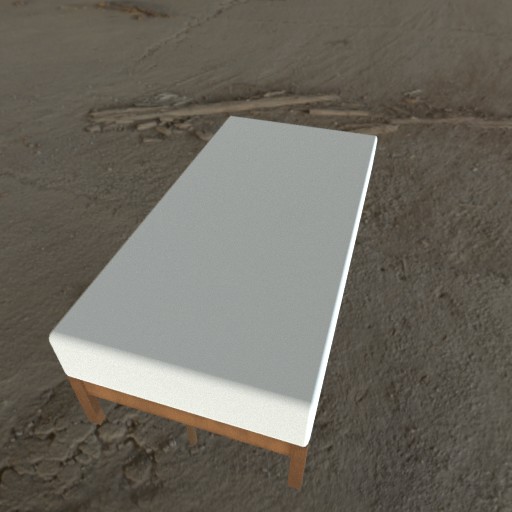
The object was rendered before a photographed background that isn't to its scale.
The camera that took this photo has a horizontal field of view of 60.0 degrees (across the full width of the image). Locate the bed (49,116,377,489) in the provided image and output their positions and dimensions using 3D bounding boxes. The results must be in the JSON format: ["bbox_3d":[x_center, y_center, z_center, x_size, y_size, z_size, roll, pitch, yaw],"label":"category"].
[{"bbox_3d":[0.000,0.000,2.325,0.961,0.616,1.902,12,43,13],"label":"bed"}]
